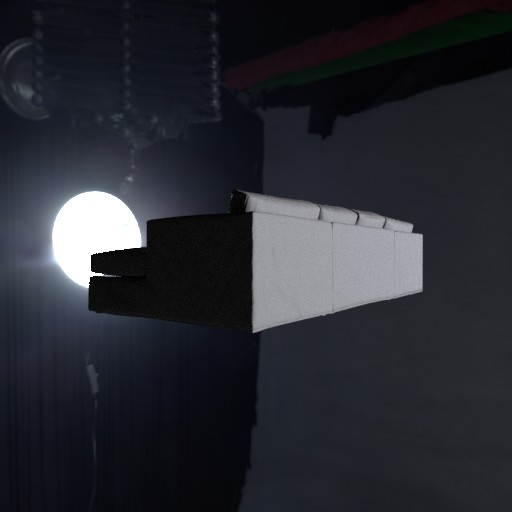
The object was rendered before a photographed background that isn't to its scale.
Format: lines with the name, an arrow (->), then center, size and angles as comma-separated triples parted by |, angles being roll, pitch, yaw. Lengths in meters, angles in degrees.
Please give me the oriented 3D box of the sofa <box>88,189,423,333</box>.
sofa -> 0.000, 0.000, 4.596 | 2.427, 0.882, 3.460 | 0, 0, 36
